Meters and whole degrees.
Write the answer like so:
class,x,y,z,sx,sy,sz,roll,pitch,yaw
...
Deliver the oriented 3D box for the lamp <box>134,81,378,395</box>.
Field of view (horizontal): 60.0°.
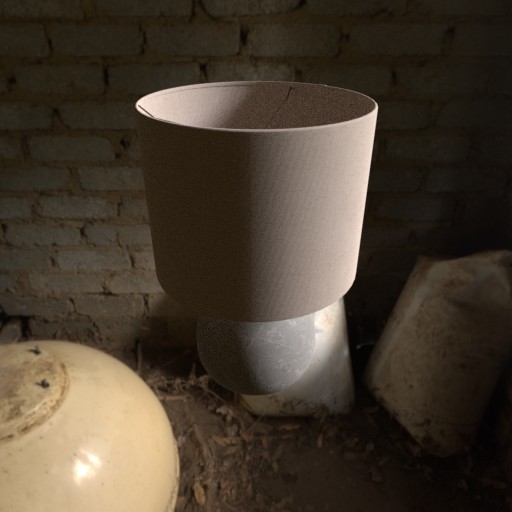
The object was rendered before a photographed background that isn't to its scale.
class,x,y,z,sx,sy,sz,roll,pitch,yaw
lamp,0.000,0.000,0.604,0.269,0.409,0.269,-21,36,-32
